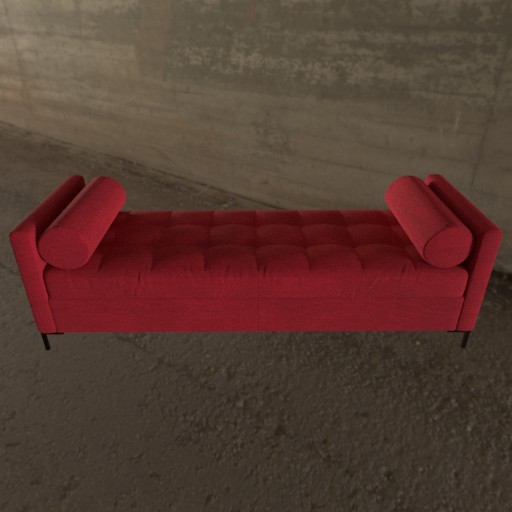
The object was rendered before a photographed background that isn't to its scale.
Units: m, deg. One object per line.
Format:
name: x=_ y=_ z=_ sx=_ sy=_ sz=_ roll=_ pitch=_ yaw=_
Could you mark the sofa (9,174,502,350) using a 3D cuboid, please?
sofa: x=0.000 y=0.000 z=2.203 sx=1.981 sy=0.635 sz=0.686 roll=0 pitch=30 yaw=0
